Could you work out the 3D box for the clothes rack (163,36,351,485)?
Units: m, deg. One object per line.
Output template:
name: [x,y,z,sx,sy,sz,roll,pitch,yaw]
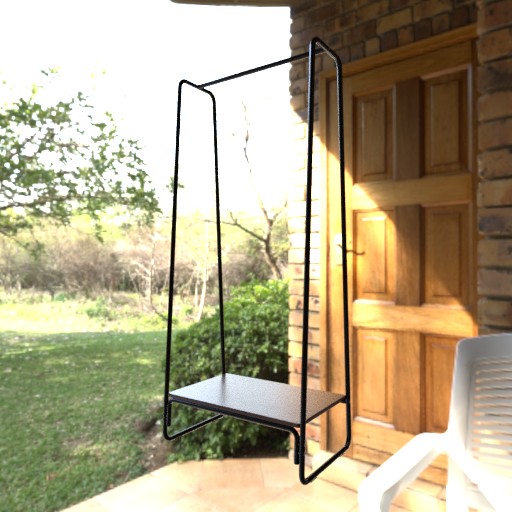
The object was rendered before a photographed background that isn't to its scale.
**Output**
clothes rack: [0.000,0.000,1.757,0.640,1.500,0.400,0,-1,35]
